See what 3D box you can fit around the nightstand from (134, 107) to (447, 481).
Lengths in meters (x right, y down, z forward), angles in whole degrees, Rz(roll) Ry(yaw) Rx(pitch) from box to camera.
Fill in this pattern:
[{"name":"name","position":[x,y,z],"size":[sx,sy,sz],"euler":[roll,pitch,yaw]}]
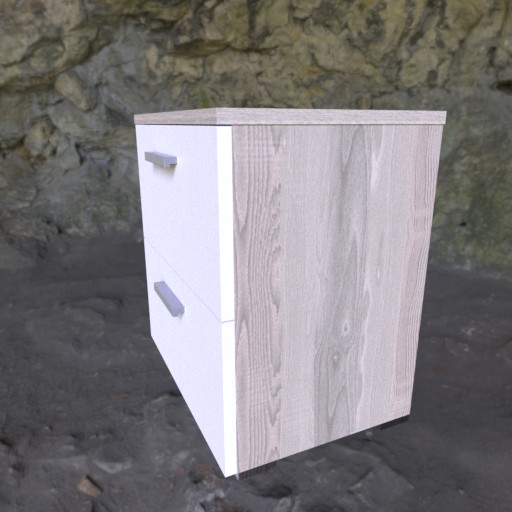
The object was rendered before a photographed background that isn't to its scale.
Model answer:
[{"name":"nightstand","position":[0.000,0.000,0.752],"size":[0.325,0.461,0.442],"euler":[-8,18,-24]}]
